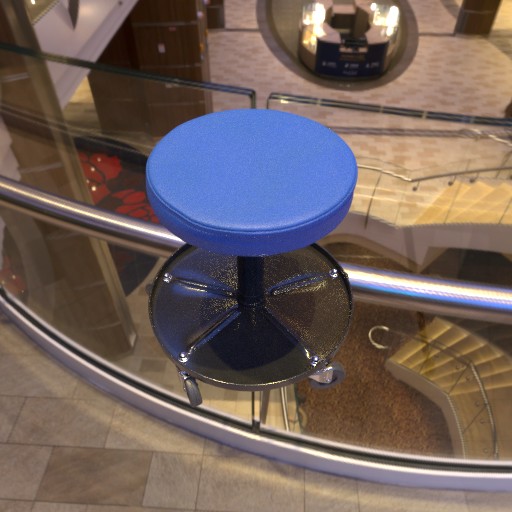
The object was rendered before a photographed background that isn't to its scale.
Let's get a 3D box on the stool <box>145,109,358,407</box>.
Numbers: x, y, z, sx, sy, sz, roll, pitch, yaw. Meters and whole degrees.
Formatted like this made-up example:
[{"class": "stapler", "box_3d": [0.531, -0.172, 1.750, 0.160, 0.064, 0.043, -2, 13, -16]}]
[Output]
[{"class": "stool", "box_3d": [0.000, 0.000, 0.698, 0.382, 0.365, 0.381, -34, 55, -28]}]
